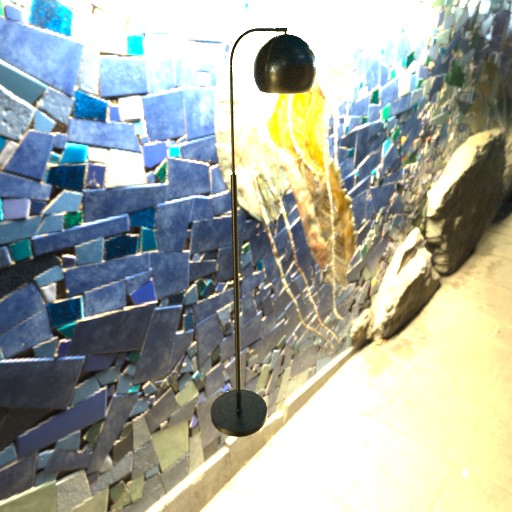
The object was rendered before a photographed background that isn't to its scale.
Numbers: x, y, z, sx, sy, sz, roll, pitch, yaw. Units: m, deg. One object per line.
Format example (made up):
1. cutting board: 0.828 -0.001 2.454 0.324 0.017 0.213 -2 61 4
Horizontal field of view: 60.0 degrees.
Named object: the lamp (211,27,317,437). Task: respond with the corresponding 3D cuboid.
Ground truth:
1. lamp: 0.000 0.000 1.663 0.431 1.526 0.250 -17 32 -31
